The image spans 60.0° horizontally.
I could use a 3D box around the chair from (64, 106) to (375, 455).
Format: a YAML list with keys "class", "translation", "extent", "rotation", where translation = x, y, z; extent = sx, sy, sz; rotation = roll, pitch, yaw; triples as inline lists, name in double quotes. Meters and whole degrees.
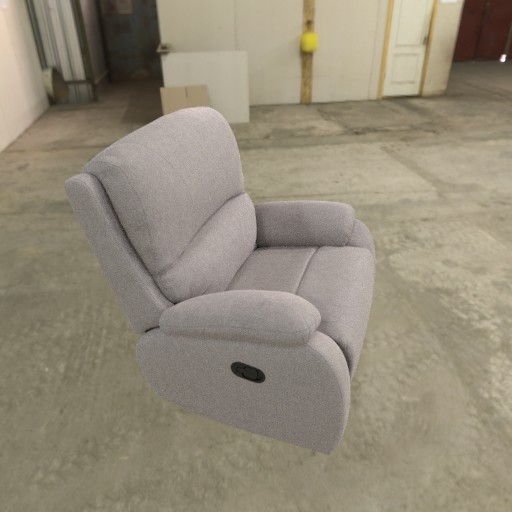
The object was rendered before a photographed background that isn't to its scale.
- class: "chair"
  translation: [0.000, 0.000, 1.703]
  extent: [0.899, 1.011, 0.930]
  rotation: [10, 32, 16]
